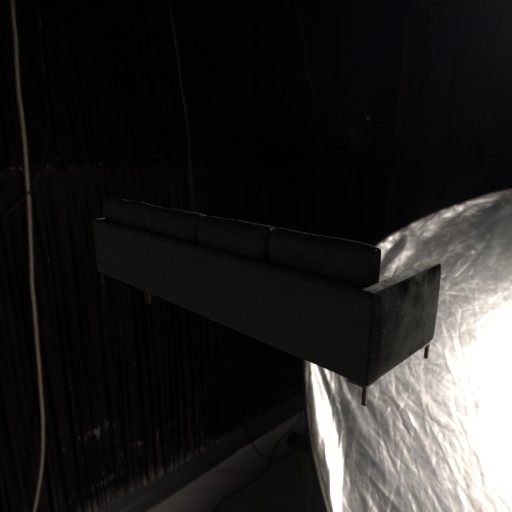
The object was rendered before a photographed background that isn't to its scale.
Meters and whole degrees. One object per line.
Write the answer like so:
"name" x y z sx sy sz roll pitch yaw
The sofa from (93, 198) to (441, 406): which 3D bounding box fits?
"sofa" 0.000 0.000 3.312 2.725 0.756 1.255 14 20 43
